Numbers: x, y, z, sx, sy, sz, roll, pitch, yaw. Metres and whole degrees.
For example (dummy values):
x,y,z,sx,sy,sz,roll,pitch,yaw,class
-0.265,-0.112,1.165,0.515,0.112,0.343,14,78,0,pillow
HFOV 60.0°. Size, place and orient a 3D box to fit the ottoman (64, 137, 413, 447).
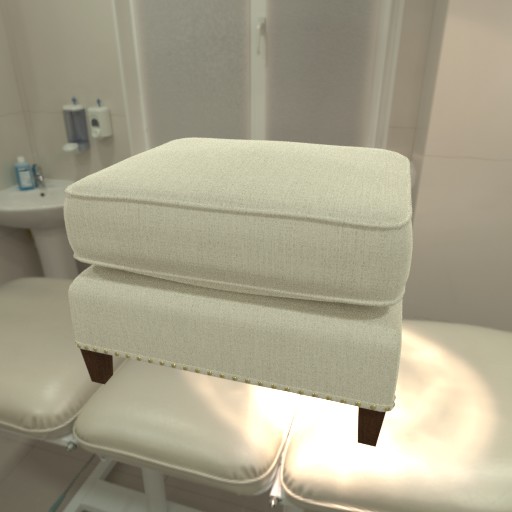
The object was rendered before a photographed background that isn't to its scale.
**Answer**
x,y,z,sx,sy,sz,roll,pitch,yaw,class
0.000,0.000,1.138,0.738,0.537,0.589,7,27,15,ottoman
